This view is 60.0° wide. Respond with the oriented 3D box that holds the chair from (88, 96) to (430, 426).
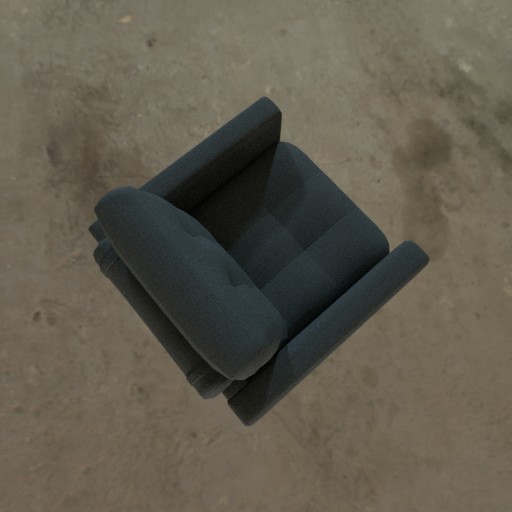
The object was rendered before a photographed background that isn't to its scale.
[{"bbox_3d":[0.000,0.000,1.553,0.843,0.880,0.821,-40,78,-11],"label":"chair"}]
